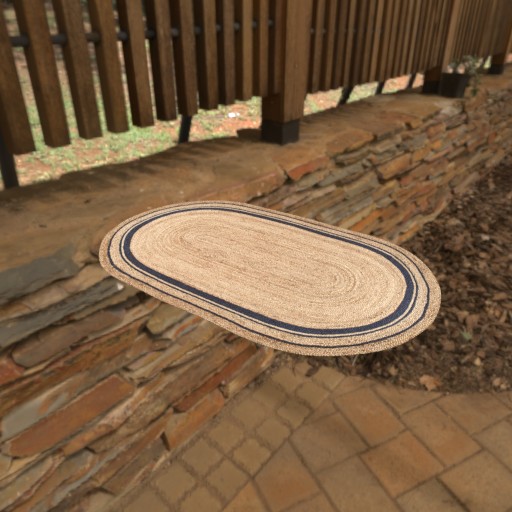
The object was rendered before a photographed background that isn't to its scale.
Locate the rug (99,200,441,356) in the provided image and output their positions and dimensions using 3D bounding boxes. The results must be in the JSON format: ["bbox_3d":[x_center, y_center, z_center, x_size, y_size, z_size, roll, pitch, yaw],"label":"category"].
[{"bbox_3d":[0.000,0.000,3.064,2.432,0.006,1.520,18,34,30],"label":"rug"}]
